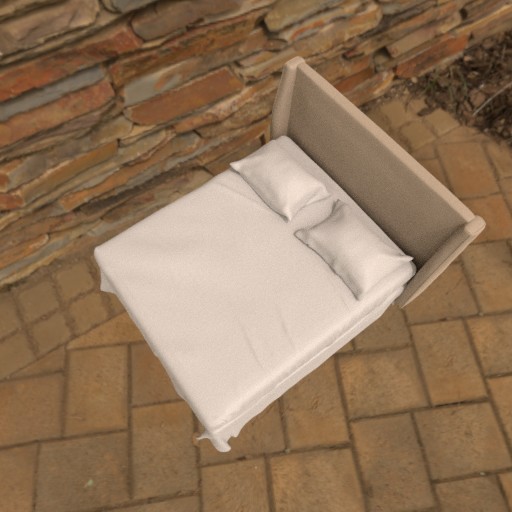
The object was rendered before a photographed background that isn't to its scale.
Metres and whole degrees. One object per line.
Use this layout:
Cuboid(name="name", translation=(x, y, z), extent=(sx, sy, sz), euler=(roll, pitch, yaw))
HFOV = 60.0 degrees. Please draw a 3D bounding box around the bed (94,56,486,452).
Cuboid(name="bed", translation=(0.000, 0.000, 3.426), extent=(2.276, 1.332, 1.925), euler=(-34, 69, -15))
